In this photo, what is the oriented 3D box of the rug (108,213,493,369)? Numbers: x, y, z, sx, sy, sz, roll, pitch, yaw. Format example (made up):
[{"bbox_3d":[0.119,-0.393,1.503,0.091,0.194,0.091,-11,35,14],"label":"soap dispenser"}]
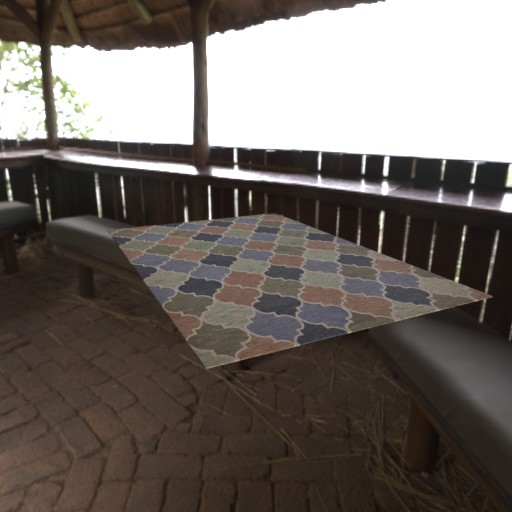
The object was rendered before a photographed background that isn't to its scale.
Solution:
[{"bbox_3d":[0.000,0.000,2.881,1.521,0.006,2.284,-8,19,-25],"label":"rug"}]
